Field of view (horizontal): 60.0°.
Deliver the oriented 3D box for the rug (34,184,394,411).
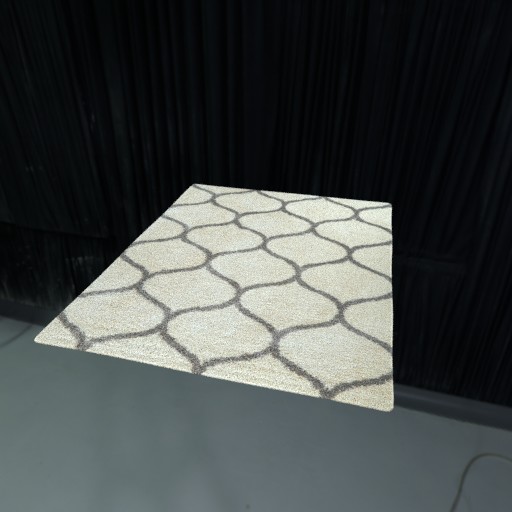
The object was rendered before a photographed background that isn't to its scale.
[{"bbox_3d":[0.000,0.000,4.035,2.399,0.026,3.000,8,31,12],"label":"rug"}]
